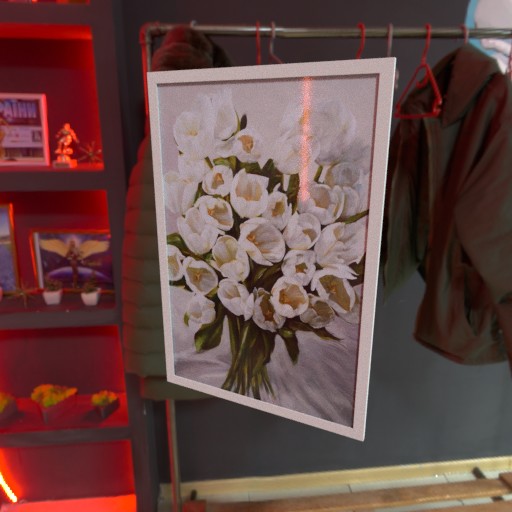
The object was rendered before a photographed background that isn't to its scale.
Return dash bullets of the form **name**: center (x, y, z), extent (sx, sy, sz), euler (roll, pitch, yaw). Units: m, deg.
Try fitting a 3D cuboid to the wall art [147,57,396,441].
- **wall art**: center (0.000, 0.000, 1.218), extent (0.660, 0.965, 0.015), euler (8, 19, 25)
